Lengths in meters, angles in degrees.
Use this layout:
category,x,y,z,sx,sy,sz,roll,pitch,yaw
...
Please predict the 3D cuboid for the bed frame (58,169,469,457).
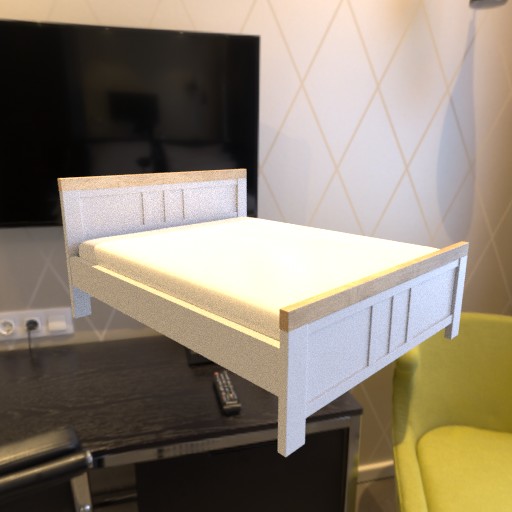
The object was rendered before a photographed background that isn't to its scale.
category,x,y,z,sx,sy,sz,roll,pitch,yaw
bed frame,0.000,0.000,2.905,1.670,0.980,2.050,-13,19,-43
